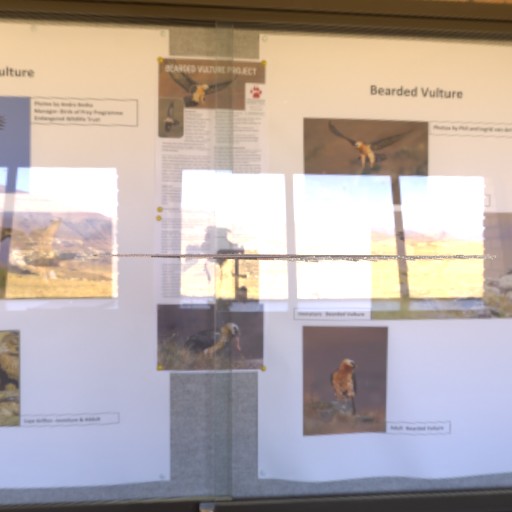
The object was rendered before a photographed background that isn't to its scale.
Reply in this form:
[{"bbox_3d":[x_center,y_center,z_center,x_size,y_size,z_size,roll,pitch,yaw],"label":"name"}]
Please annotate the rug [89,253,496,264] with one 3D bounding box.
[{"bbox_3d":[0.000,0.000,2.436,1.224,0.027,2.021,0,1,-36],"label":"rug"}]
